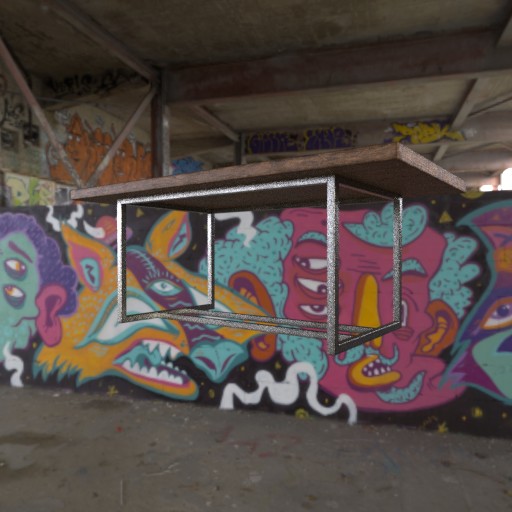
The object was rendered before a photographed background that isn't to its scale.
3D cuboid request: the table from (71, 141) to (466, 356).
[{"bbox_3d":[0.000,0.000,2.523,1.989,0.795,1.078,0,1,36],"label":"table"}]
